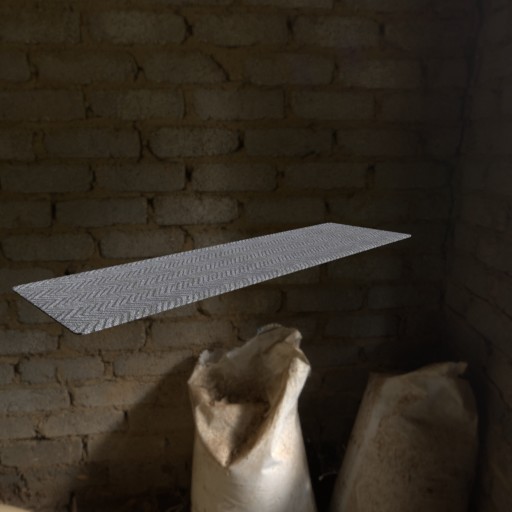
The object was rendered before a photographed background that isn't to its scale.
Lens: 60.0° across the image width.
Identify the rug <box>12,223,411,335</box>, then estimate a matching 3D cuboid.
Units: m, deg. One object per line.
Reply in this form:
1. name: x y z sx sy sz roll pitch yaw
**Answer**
1. rug: 0.000 0.000 2.442 2.286 0.008 0.686 -14 20 -43
